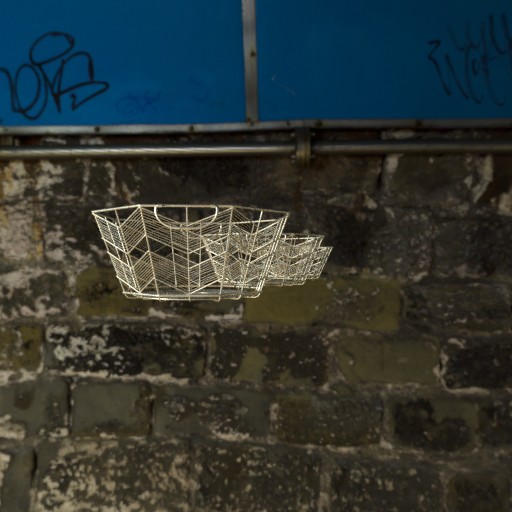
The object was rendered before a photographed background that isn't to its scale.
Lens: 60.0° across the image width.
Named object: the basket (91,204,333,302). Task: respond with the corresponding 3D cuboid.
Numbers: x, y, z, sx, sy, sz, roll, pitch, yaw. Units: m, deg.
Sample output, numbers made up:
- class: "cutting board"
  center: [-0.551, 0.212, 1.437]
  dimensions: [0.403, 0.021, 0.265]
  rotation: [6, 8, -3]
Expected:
- class: "basket"
  center: [0.000, 0.000, 1.361]
  dimensions: [0.432, 0.178, 1.246]
  rotation: [0, 0, 19]
